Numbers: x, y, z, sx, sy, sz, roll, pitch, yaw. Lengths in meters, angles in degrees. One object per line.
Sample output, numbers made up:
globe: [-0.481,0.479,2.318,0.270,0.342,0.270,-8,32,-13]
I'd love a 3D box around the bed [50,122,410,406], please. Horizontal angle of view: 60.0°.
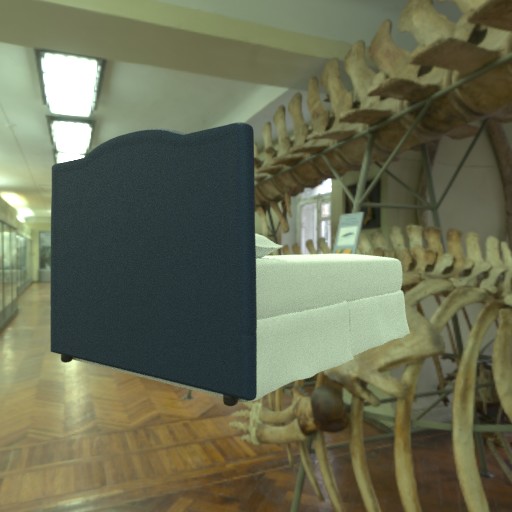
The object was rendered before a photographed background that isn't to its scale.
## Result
bed: [0.000,0.000,3.556,1.741,1.441,2.507,0,0,36]
